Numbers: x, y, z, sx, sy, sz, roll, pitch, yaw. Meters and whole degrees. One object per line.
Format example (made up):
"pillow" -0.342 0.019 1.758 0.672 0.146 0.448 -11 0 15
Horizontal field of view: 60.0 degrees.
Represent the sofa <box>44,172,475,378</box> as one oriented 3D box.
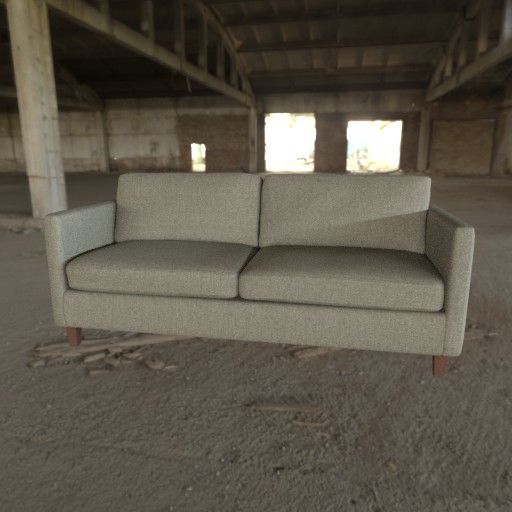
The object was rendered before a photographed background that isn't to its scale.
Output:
"sofa" 0.000 0.000 2.676 2.208 0.960 0.956 2 14 10
